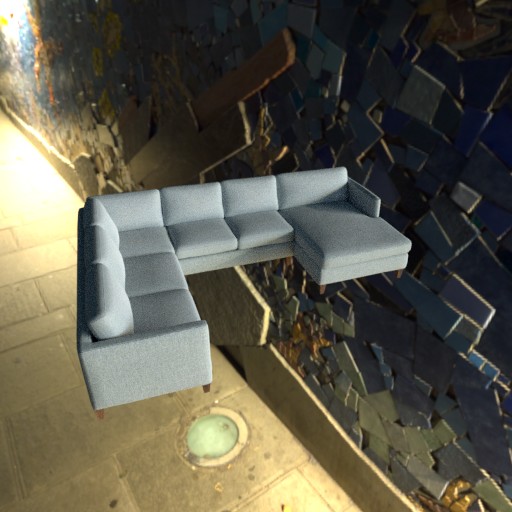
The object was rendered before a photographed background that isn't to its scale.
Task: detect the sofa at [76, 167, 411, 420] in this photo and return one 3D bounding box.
[{"bbox_3d":[0.000,0.000,4.562,3.403,0.889,2.551,-10,32,-16],"label":"sofa"}]
